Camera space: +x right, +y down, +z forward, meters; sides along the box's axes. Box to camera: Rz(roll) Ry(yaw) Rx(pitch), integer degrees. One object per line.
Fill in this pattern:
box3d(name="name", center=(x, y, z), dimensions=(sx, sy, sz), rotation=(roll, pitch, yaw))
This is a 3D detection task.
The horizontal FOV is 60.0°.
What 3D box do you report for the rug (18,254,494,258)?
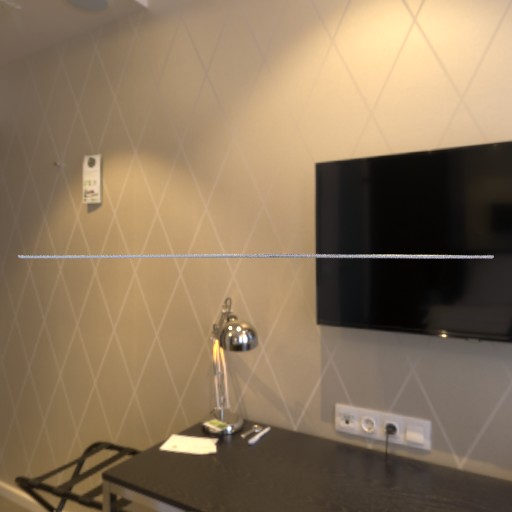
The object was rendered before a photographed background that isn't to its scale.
box3d(name="rug", center=(0.000, 0.000, 2.933), dimensions=(2.305, 0.029, 1.593), rotation=(0, 0, 1))
